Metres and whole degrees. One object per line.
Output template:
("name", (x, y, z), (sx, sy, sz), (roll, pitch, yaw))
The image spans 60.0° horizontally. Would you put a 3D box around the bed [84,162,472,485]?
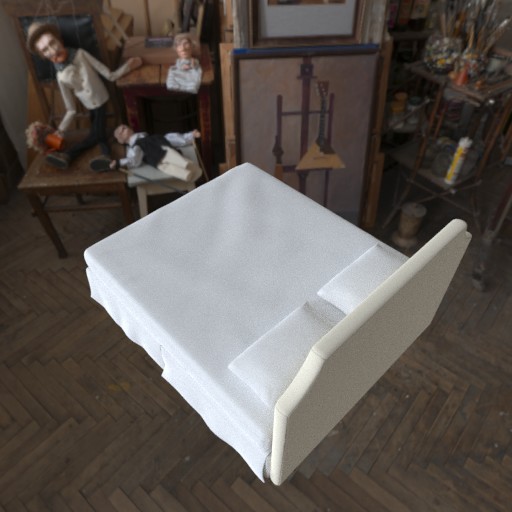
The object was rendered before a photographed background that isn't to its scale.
("bed", (0.000, 0.000, 4.085), (2.350, 1.590, 2.773), (-35, 55, -29))
